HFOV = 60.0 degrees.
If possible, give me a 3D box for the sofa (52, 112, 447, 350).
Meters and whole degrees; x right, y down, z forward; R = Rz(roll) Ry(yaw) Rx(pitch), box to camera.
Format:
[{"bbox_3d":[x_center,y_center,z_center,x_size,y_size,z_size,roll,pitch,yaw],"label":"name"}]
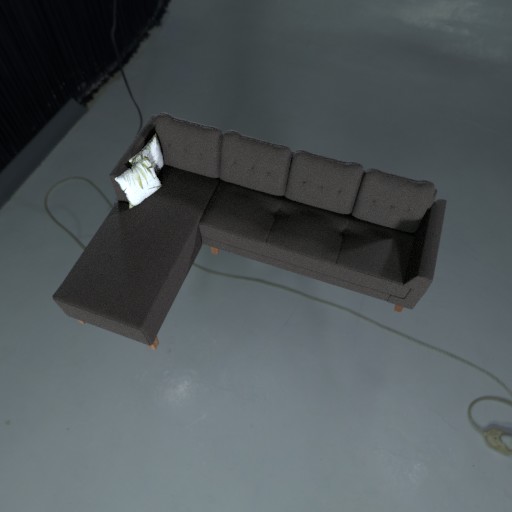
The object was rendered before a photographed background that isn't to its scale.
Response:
[{"bbox_3d":[0.000,0.000,3.600,2.679,0.932,1.829,17,60,10],"label":"sofa"}]
